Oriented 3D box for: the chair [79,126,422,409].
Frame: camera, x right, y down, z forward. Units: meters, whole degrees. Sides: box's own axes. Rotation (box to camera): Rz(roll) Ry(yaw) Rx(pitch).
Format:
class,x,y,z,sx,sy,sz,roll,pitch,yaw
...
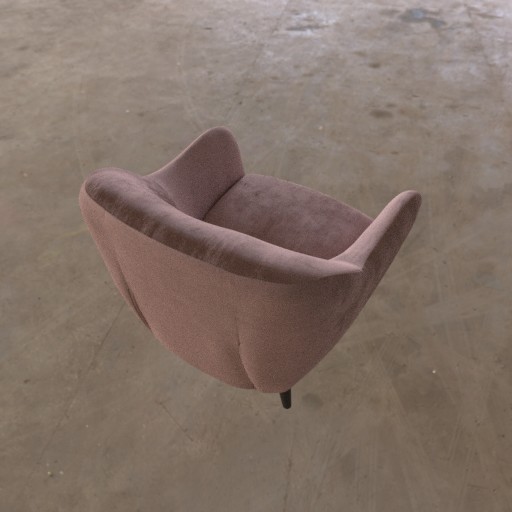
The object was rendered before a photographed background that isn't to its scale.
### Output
class,x,y,z,sx,sy,sz,roll,pitch,yaw
chair,0.000,0.000,1.520,0.840,0.820,0.820,25,50,22
